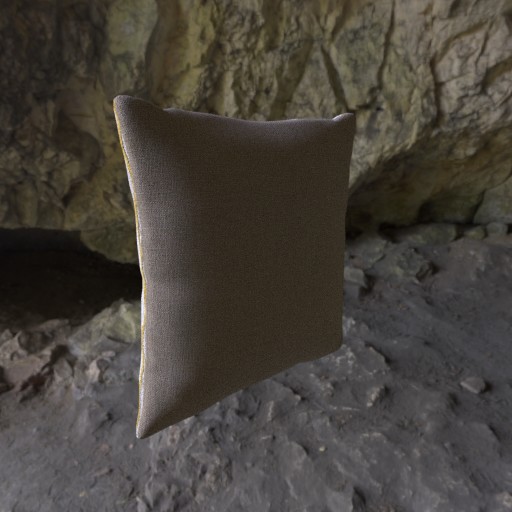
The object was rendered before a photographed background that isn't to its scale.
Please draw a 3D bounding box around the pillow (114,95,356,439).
[{"bbox_3d":[0.000,0.000,0.675,0.429,0.436,0.159,-13,20,-41],"label":"pillow"}]
